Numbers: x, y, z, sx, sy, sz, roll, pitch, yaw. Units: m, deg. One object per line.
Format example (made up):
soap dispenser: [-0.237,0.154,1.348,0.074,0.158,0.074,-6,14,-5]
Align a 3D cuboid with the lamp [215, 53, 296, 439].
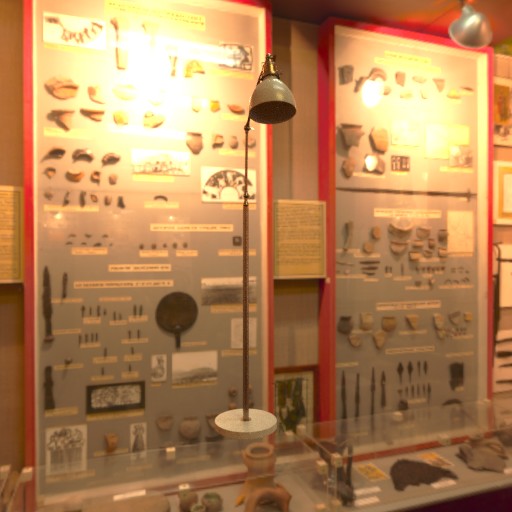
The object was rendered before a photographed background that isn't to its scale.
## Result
lamp: [0.000,0.000,1.903,0.288,1.586,0.599,0,1,-18]
